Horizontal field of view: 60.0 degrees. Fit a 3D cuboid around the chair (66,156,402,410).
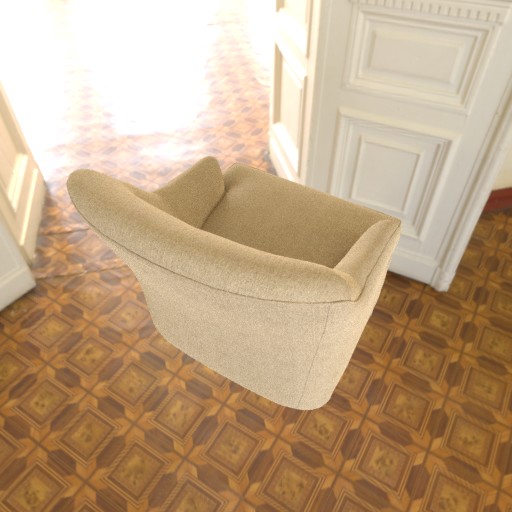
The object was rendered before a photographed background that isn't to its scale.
[{"bbox_3d":[0.000,0.000,1.553,0.864,0.856,0.923,24,50,21],"label":"chair"}]
